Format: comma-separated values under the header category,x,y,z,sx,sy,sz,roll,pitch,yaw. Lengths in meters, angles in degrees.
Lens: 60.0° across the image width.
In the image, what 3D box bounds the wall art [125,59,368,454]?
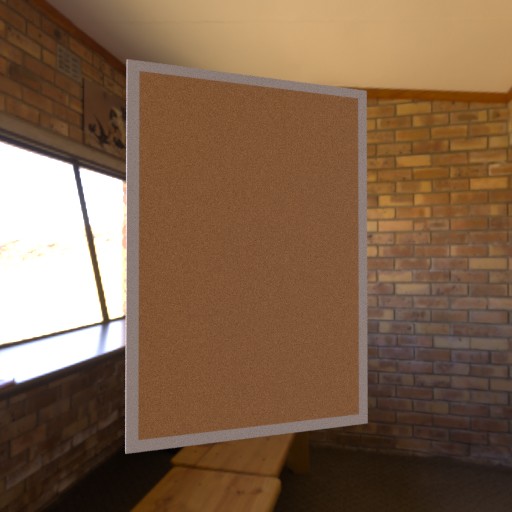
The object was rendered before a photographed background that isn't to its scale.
category,x,y,z,sx,sy,sz,roll,pitch,yaw
wall art,0.000,0.000,0.811,0.456,0.656,0.013,0,-1,-18
